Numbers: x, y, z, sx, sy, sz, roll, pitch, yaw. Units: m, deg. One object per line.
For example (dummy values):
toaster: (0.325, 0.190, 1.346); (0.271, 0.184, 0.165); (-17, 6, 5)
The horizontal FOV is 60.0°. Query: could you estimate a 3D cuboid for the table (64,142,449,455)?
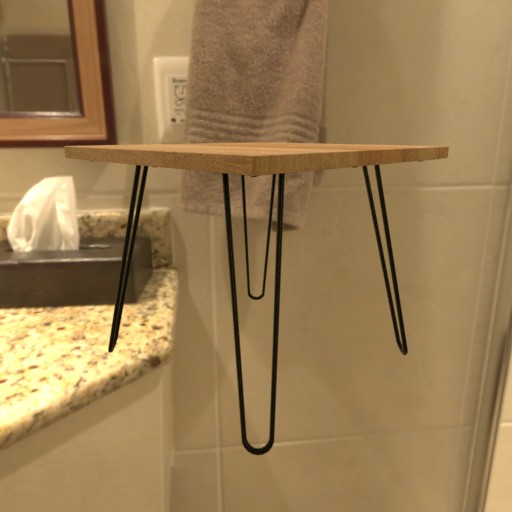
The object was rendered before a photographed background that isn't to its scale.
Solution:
table: (0.000, 0.000, 1.039); (0.599, 0.500, 0.599); (-15, 21, -43)
